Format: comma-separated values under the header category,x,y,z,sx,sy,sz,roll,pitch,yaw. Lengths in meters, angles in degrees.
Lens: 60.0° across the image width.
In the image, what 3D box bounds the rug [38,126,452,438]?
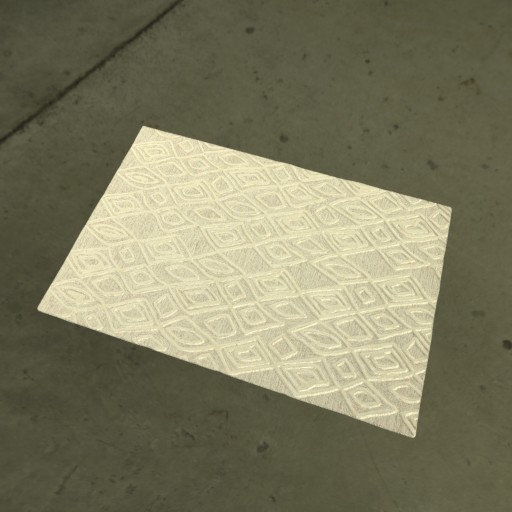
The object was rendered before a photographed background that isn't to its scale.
category,x,y,z,sx,sy,sz,roll,pitch,yaw
rug,0.000,0.000,2.268,1.832,0.016,1.224,17,65,8
